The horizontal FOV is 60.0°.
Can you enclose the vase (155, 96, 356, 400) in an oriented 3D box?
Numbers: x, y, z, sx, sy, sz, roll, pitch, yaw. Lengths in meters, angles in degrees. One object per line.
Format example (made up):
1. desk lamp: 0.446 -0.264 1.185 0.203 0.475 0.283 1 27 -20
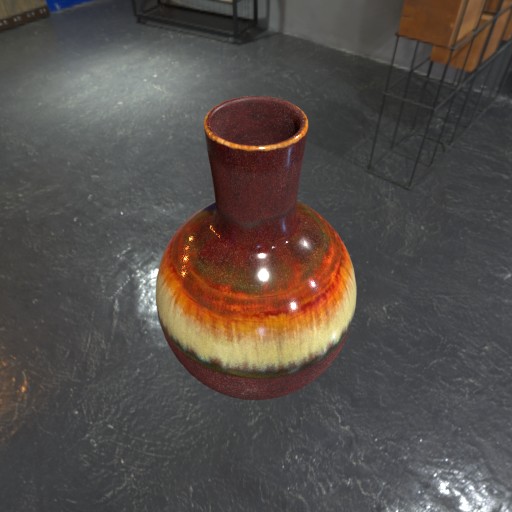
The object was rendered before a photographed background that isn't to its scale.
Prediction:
1. vase: 0.000 0.000 0.229 0.111 0.154 0.111 0 46 0
